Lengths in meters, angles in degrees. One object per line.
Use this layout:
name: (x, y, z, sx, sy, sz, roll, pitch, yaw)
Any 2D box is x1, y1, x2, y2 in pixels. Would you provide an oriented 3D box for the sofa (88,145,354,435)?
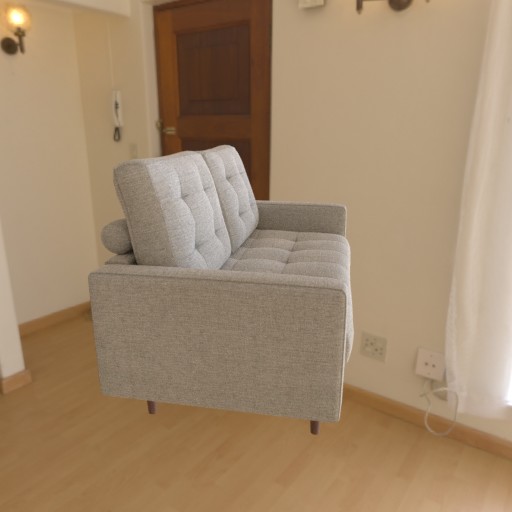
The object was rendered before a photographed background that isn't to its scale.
sofa: (0.000, 0.000, 1.964, 0.842, 0.907, 1.407, 3, 17, 10)
